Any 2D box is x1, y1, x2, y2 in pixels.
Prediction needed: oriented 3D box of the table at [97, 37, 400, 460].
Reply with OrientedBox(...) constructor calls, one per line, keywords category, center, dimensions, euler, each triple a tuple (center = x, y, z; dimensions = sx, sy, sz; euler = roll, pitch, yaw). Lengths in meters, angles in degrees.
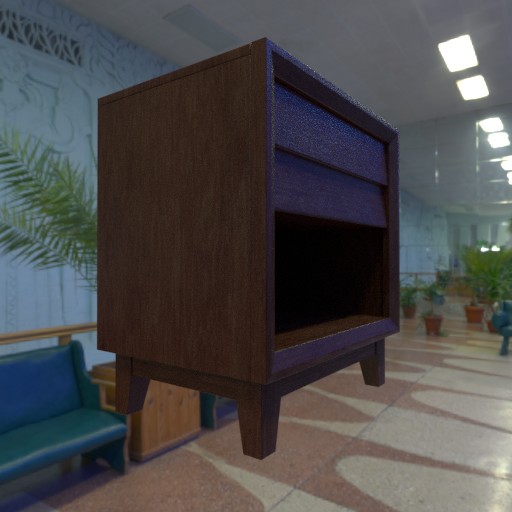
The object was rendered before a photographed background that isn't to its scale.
OrientedBox(category="table", center=(0.000, 0.000, 0.977), dimensions=(0.449, 0.609, 0.557), euler=(0, -1, 36))
